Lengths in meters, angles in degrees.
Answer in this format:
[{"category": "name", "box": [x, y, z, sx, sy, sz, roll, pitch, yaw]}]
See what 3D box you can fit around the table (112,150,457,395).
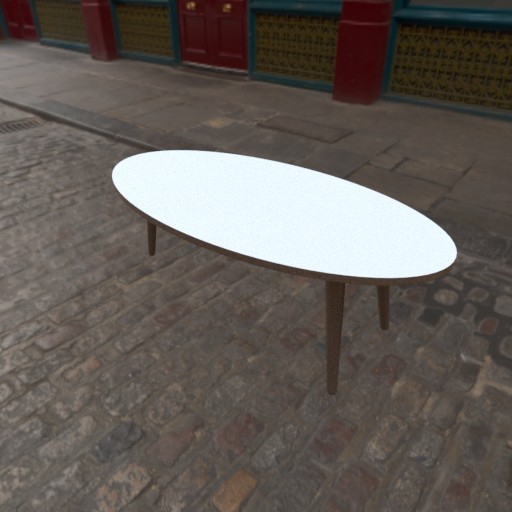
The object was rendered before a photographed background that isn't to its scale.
[{"category": "table", "box": [0.000, 0.000, 1.339, 1.083, 0.390, 0.542, 23, 38, 32]}]
